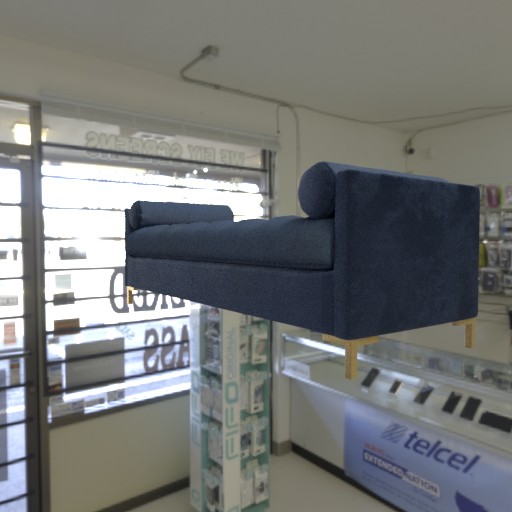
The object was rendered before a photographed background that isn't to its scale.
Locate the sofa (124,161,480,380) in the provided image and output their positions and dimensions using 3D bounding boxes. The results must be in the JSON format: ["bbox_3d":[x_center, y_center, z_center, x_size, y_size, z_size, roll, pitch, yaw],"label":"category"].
[{"bbox_3d":[0.000,0.000,2.426,0.796,0.705,2.102,-1,2,-35],"label":"sofa"}]
